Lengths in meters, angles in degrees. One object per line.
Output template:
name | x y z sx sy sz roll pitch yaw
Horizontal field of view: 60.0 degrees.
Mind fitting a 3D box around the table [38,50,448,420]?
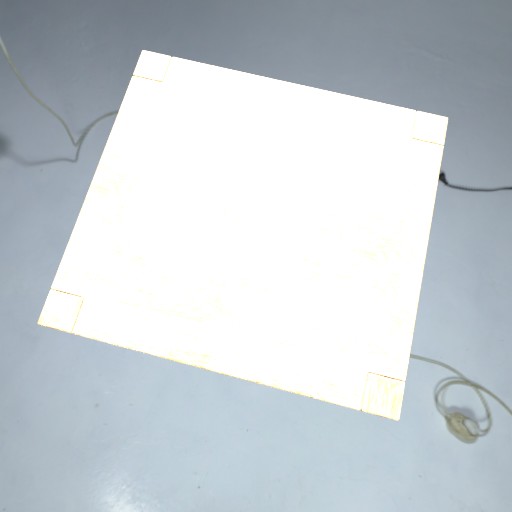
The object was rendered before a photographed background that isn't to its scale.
table | 0.000 0.000 0.837 0.480 0.450 0.440 14 75 4
